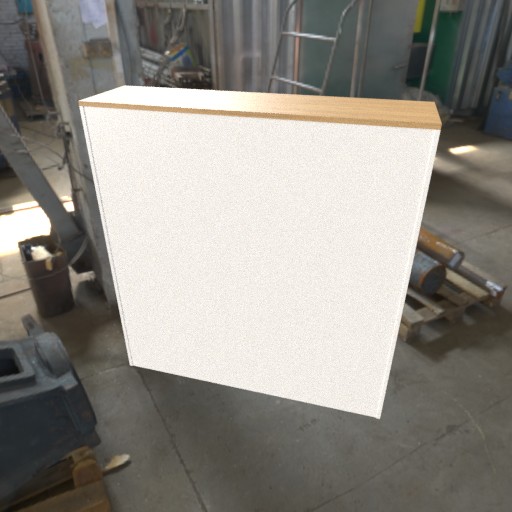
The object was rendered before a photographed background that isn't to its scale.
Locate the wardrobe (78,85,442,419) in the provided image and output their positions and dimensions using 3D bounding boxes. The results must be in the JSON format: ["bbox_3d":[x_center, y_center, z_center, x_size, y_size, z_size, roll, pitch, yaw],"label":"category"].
[{"bbox_3d":[0.000,0.000,3.360,2.160,2.260,0.590,8,31,13],"label":"wardrobe"}]
